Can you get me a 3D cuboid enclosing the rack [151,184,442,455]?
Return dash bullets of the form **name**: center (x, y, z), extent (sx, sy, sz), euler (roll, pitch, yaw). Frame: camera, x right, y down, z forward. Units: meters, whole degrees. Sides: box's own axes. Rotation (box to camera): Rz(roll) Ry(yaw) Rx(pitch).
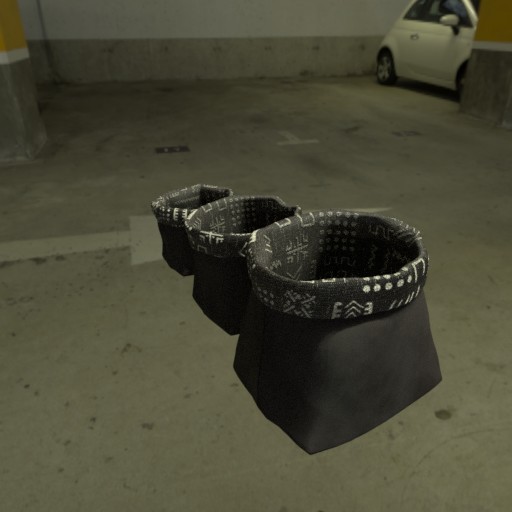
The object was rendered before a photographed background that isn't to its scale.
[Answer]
- **rack**: center (0.000, 0.000, 1.100), extent (0.379, 0.323, 0.905), euler (-17, 32, -29)
